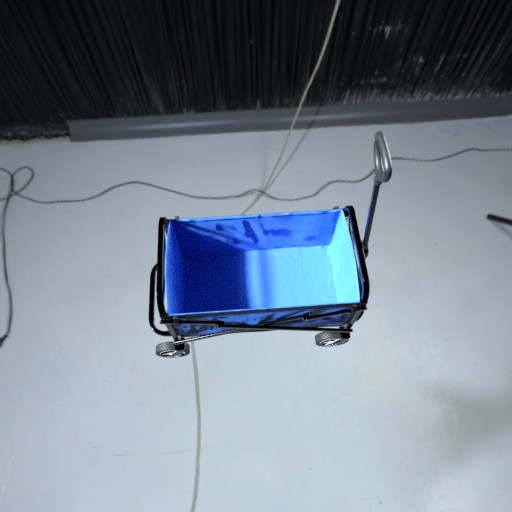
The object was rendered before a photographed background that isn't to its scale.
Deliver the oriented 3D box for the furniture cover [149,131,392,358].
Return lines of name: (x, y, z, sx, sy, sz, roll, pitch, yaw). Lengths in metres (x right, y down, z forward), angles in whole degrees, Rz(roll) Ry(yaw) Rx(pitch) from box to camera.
furniture cover: (0.000, 0.000, 1.837, 1.038, 1.295, 0.532, -4, 63, -2)
